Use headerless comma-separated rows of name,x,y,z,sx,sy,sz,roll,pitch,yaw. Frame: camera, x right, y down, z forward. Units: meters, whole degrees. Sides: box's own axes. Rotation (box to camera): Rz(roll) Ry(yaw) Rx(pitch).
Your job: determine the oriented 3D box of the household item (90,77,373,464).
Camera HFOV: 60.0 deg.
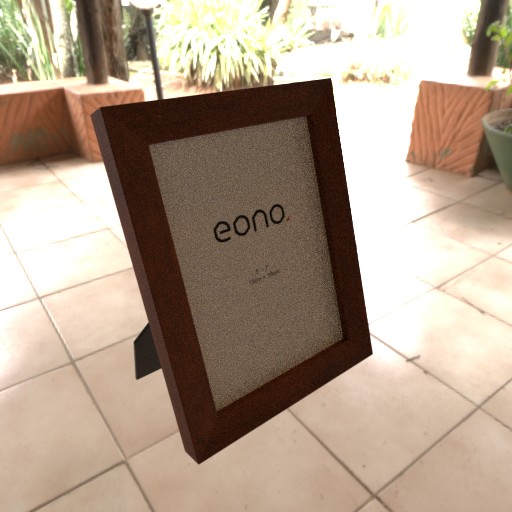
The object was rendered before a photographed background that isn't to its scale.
household item,0.000,0.000,0.295,0.160,0.204,0.096,-21,36,-32
